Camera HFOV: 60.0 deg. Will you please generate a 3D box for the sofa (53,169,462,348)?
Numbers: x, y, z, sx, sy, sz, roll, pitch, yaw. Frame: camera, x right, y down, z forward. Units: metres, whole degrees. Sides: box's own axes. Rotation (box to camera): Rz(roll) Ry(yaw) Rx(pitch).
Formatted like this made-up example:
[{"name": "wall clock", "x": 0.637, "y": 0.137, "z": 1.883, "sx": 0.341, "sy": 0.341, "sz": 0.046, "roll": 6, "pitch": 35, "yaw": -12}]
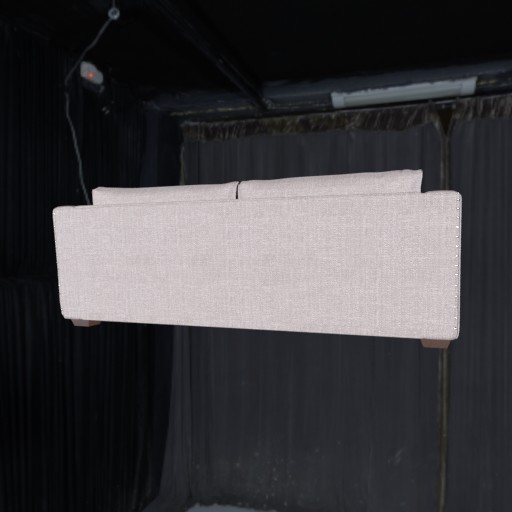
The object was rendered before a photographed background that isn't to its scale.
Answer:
[{"name": "sofa", "x": 0.000, "y": 0.000, "z": 2.740, "sx": 2.208, "sy": 0.857, "sz": 1.000, "roll": 0, "pitch": 0, "yaw": 18}]
